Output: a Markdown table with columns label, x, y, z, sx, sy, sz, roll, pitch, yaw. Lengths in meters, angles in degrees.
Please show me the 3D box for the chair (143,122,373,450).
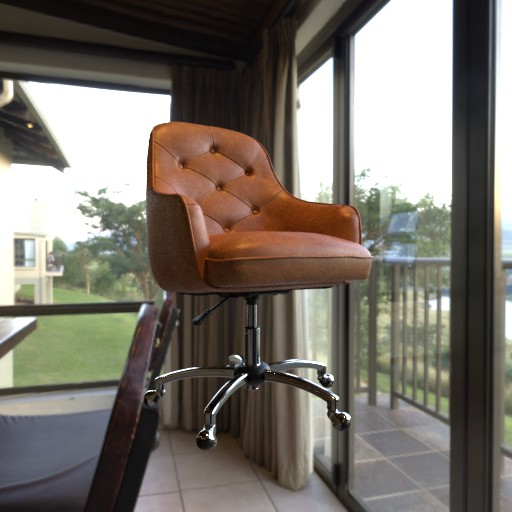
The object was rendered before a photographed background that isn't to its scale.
| label | x | y | z | sx | sy | sz | roll | pitch | yaw |
| --- | --- | --- | --- | --- | --- | --- | --- | --- | --- |
| chair | 0.000 | 0.000 | 1.346 | 0.628 | 0.909 | 0.615 | -1 | 2 | -34 |
